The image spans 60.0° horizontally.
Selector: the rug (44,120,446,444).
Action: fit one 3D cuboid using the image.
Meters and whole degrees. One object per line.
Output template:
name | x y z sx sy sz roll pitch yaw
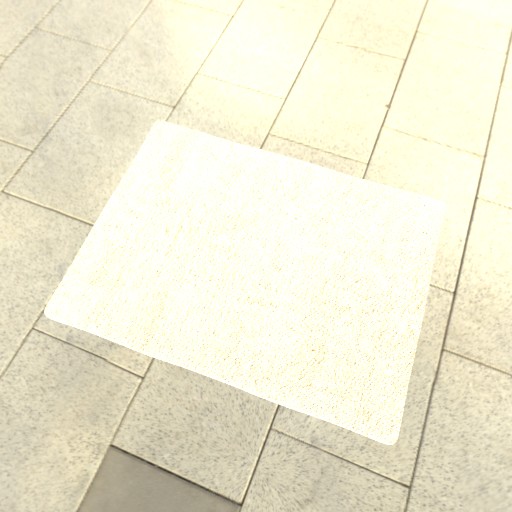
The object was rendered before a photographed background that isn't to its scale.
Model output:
rug | 0.000 0.000 2.104 1.600 0.027 1.200 18 66 8
